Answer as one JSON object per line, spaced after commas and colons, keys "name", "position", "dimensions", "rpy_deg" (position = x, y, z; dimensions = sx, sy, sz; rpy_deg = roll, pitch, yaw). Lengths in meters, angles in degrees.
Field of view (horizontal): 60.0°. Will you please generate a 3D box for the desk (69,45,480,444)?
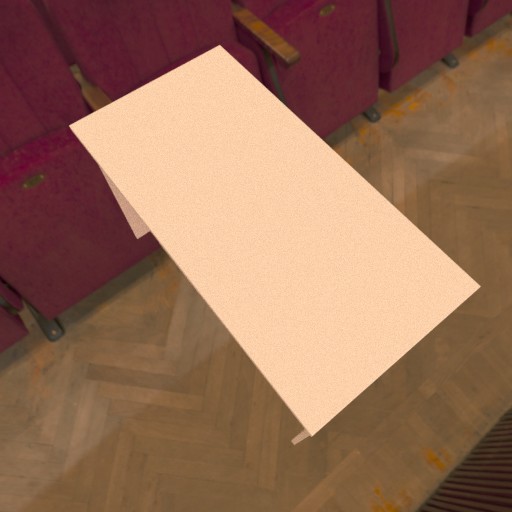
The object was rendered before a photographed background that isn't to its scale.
{"name": "desk", "position": [0.000, 0.000, 1.545], "dimensions": [0.560, 0.730, 1.100], "rpy_deg": [-35, 69, -15]}
